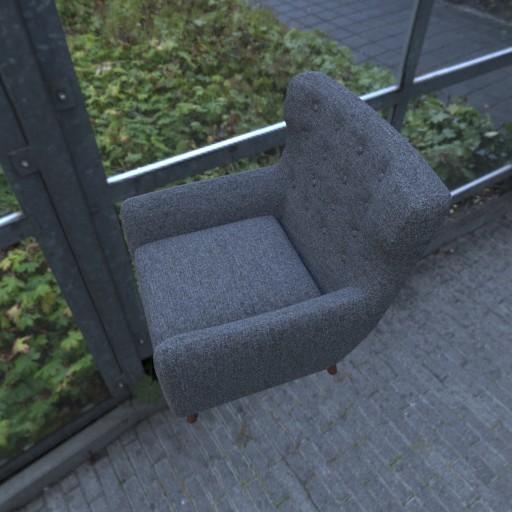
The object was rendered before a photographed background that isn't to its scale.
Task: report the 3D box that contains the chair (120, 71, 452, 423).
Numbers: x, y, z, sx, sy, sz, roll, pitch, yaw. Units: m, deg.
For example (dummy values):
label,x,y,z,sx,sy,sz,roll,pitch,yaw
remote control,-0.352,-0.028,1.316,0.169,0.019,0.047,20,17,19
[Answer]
label,x,y,z,sx,sy,sz,roll,pitch,yaw
chair,0.000,0.000,1.742,0.940,1.039,0.889,-15,48,-14
